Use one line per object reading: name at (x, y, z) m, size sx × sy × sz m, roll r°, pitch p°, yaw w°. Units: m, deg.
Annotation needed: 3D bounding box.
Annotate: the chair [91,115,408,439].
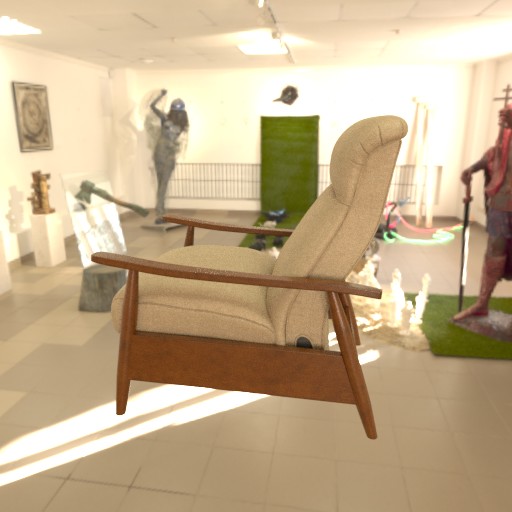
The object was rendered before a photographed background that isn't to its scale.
chair at (0.000, 0.000, 1.807) m, size 1.030 × 1.082 × 0.762 m, roll 2°, pitch 16°, yaw 8°
